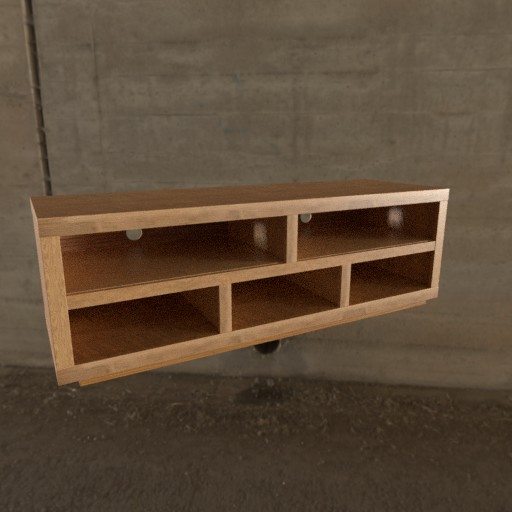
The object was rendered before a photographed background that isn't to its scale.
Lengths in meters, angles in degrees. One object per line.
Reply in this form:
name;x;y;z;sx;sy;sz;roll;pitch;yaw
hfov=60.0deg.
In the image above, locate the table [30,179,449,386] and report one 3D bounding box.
table;0.000;0.000;1.716;1.499;0.491;0.499;-8;17;-27
